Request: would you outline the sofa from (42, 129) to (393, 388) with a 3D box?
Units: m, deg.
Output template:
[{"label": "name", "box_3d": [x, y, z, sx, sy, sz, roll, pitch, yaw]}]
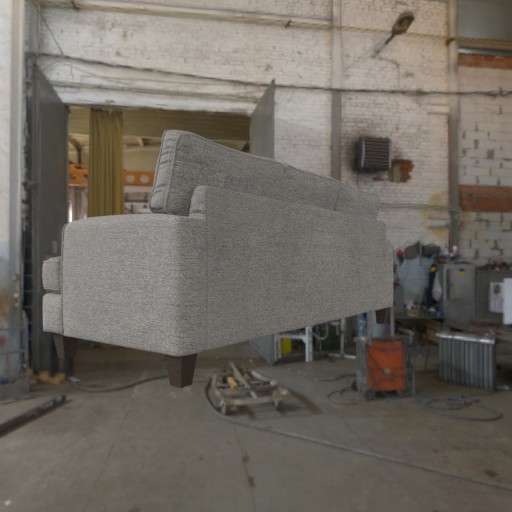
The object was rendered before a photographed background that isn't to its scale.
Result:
[{"label": "sofa", "box_3d": [0.000, 0.000, 2.657, 0.951, 0.965, 2.158, 0, -1, 36]}]
